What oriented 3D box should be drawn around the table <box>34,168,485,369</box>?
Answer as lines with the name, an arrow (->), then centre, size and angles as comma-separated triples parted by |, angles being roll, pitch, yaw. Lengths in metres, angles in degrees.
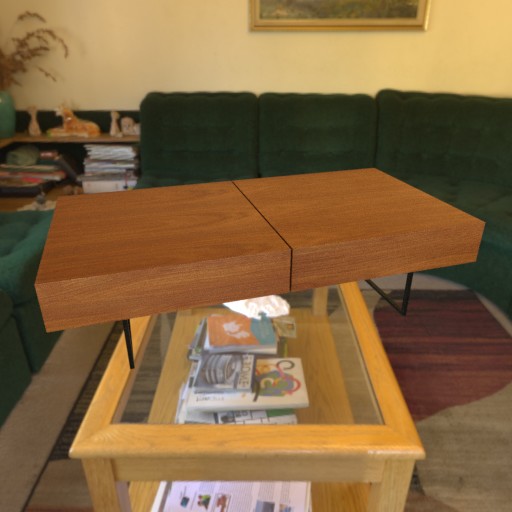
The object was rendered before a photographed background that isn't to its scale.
table -> 0.000, 0.000, 1.452 | 1.194, 0.330, 0.610 | -8, 28, -15
